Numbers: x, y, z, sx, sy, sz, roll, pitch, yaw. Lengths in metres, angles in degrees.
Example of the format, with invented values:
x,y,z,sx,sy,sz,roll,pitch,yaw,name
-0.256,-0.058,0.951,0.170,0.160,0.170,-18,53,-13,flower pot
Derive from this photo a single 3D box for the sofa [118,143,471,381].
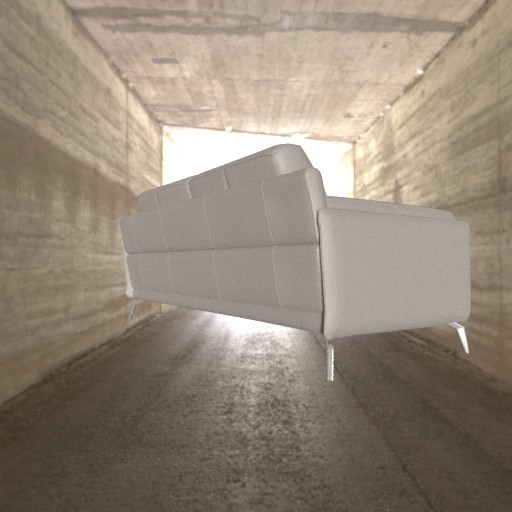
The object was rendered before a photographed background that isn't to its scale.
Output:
x,y,z,sx,sy,sz,roll,pitch,yaw,name
0.000,0.000,2.593,1.049,0.930,2.101,1,-1,-35,sofa
